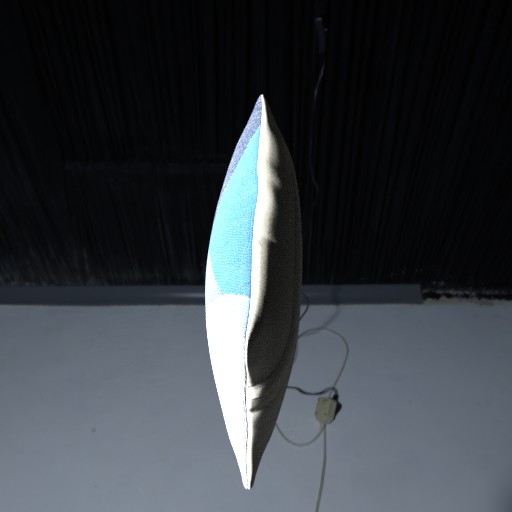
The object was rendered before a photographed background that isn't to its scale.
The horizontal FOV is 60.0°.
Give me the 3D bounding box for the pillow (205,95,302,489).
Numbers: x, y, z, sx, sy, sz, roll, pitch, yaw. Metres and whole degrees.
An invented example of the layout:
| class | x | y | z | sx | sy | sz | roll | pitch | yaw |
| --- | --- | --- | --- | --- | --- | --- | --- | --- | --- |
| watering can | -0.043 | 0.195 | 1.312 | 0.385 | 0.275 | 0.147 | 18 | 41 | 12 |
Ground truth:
| class | x | y | z | sx | sy | sz | roll | pitch | yaw |
| --- | --- | --- | --- | --- | --- | --- | --- | --- | --- |
| pillow | 0.000 | 0.000 | 0.716 | 0.148 | 0.307 | 0.604 | 1 | 42 | 2 |
